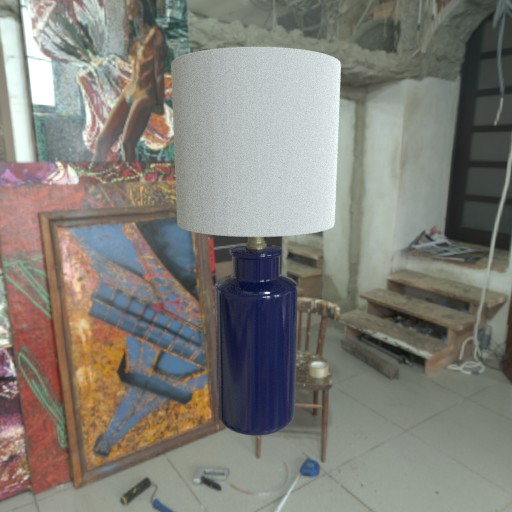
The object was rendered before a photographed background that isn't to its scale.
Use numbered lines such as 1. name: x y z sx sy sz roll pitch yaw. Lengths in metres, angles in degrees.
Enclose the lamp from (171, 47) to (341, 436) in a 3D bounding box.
1. lamp: 0.000 0.000 0.617 0.212 0.493 0.212 6 14 26
